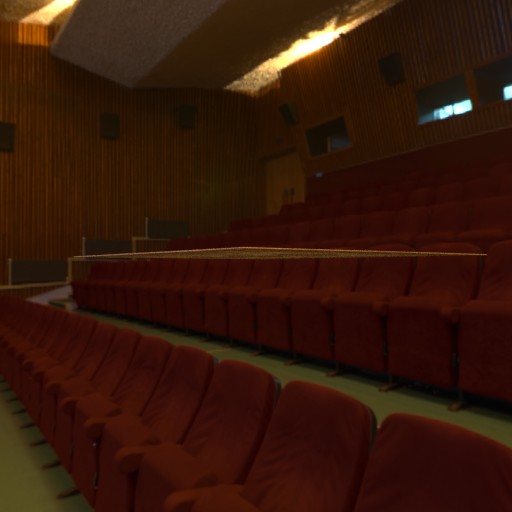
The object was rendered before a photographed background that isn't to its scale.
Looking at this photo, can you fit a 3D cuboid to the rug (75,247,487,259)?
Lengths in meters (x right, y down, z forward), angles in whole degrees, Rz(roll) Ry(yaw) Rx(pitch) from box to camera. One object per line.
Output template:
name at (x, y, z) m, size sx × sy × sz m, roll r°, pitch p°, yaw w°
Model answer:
rug at (0.000, 0.000, 4.133) m, size 2.460 × 0.005 × 3.067 m, roll 1°, pitch -1°, yaw -37°
